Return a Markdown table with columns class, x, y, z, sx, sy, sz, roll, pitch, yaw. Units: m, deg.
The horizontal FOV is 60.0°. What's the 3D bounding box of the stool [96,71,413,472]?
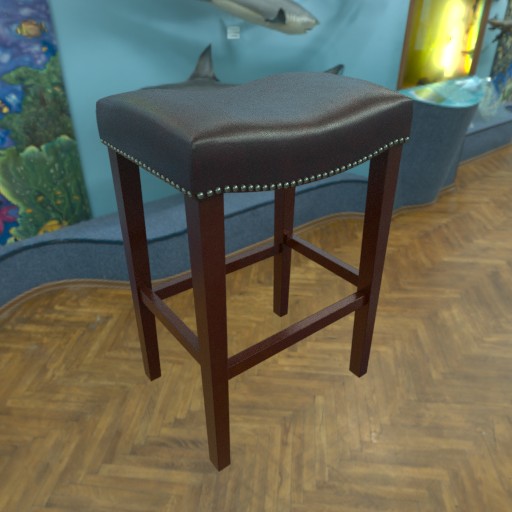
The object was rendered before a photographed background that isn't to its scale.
| class | x | y | z | sx | sy | sz | roll | pitch | yaw |
| --- | --- | --- | --- | --- | --- | --- | --- | --- | --- |
| stool | 0.000 | 0.000 | 1.014 | 0.504 | 0.742 | 0.372 | -21 | 36 | -32 |
